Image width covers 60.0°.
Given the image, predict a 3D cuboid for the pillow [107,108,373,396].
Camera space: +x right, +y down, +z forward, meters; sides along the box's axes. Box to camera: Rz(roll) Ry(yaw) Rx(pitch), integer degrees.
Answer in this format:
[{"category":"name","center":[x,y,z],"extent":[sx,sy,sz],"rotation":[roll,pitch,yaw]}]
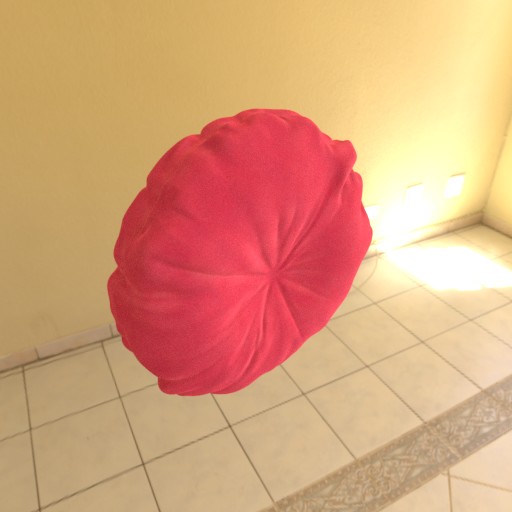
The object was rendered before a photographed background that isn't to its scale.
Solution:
[{"category":"pillow","center":[0.000,0.000,0.644],"extent":[0.428,0.407,0.148],"rotation":[-22,38,-31]}]
